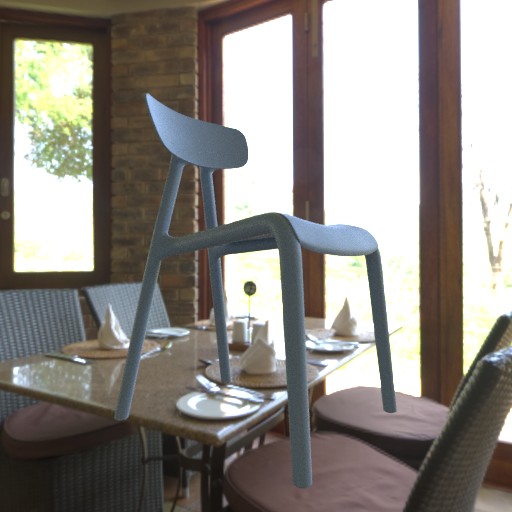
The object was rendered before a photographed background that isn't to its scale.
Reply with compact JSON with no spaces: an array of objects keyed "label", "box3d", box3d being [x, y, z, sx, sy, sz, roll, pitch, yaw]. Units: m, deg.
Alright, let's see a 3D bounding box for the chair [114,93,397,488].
[{"label":"chair","box3d":[0.000,0.000,0.802,0.401,0.580,0.356,-1,-1,35]}]
